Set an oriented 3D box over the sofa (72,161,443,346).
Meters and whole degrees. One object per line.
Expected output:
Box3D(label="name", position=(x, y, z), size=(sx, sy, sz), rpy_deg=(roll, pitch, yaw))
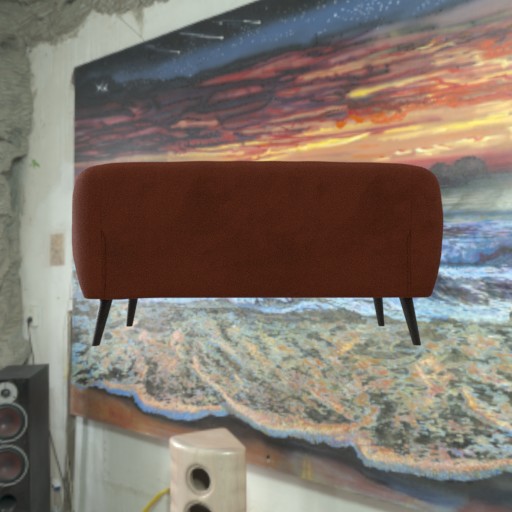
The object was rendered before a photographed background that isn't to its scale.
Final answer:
Box3D(label="sofa", position=(0.000, 0.000, 2.339), size=(1.840, 0.836, 0.820), rpy_deg=(0, 0, -1))
